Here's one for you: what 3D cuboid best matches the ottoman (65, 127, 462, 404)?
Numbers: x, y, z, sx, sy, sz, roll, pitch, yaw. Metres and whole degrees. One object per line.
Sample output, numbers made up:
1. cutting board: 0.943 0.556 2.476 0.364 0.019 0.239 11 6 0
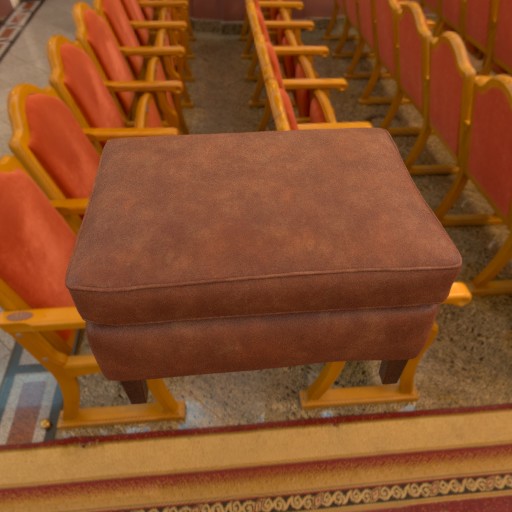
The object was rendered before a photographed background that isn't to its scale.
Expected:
1. ottoman: 0.000 0.000 0.983 0.665 0.418 0.501 -3 45 -3
